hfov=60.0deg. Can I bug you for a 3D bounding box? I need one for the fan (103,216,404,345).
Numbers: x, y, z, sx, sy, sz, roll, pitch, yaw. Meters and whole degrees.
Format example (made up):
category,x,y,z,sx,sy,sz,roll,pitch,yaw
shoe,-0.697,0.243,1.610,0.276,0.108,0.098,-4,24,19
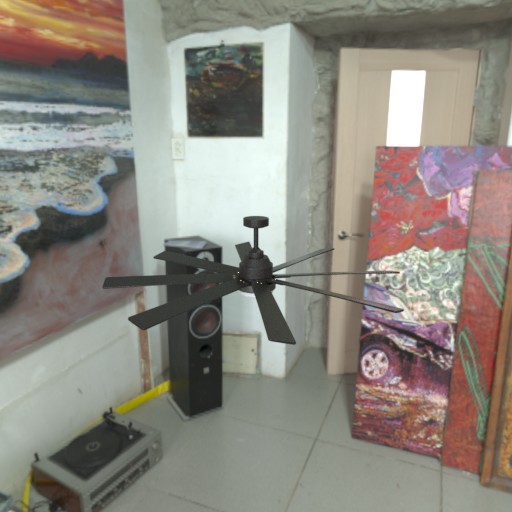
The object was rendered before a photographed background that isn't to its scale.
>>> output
category,x,y,z,sx,sy,sz,roll,pitch,yaw
fan,0.000,0.000,2.723,1.830,0.472,1.830,-2,15,-7
